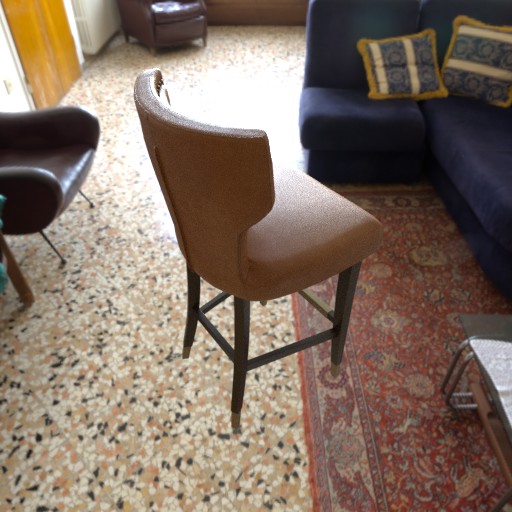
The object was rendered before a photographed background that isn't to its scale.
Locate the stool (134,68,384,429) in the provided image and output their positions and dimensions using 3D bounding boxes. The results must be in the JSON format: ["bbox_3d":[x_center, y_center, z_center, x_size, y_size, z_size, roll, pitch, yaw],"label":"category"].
[{"bbox_3d":[0.000,0.000,1.402,0.563,1.092,0.526,-25,46,-26],"label":"stool"}]
